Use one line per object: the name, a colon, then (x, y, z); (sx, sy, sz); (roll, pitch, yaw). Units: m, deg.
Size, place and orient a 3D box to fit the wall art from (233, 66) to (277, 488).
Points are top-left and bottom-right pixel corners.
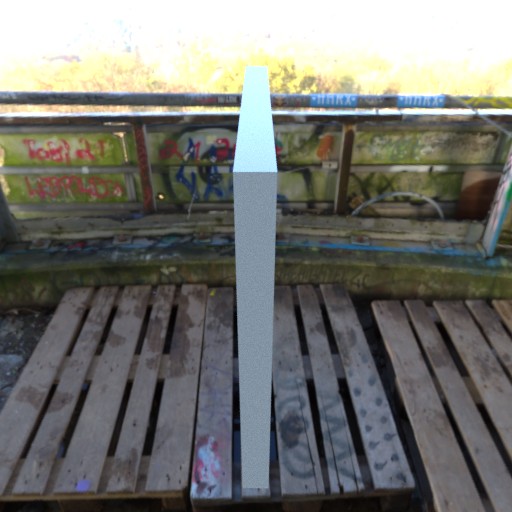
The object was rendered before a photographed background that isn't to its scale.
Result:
wall art: (0.000, 0.000, 0.520); (0.027, 0.355, 0.355); (0, 33, 0)
